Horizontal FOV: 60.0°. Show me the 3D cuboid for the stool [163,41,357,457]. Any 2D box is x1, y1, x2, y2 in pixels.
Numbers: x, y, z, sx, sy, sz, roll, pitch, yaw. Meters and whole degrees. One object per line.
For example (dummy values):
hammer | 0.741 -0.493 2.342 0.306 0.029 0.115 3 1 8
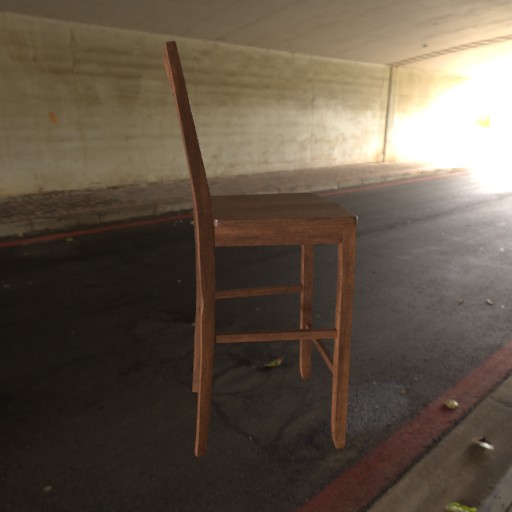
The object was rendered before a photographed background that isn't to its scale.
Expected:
stool | 0.000 0.000 1.338 0.487 1.105 0.433 -3 17 -9
